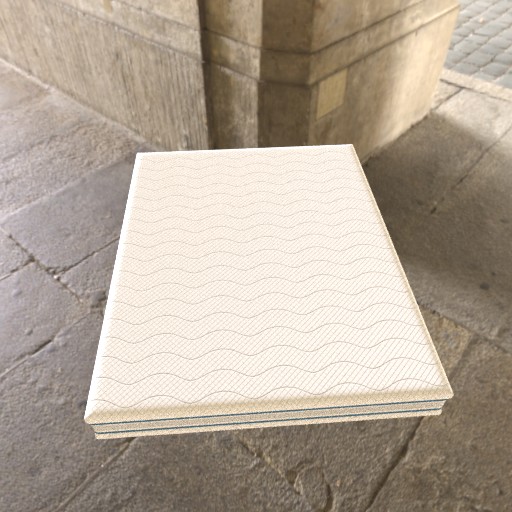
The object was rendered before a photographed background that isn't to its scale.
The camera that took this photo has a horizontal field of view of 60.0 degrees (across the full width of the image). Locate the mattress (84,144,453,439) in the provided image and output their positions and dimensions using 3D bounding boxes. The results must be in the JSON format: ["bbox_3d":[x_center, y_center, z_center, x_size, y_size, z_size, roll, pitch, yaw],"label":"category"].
[{"bbox_3d":[0.000,0.000,2.663,1.600,0.230,2.000,-3,46,-3],"label":"mattress"}]
